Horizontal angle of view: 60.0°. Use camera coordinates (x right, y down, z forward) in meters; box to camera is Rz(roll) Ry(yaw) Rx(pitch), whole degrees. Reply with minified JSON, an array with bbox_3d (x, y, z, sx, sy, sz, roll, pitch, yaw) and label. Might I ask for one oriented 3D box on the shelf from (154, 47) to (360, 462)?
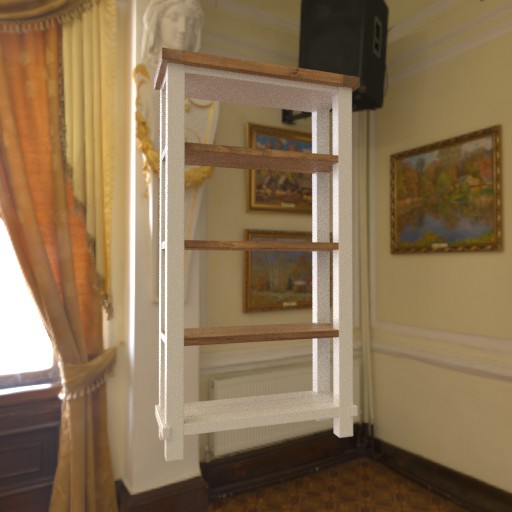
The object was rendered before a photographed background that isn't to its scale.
[{"bbox_3d":[0.000,0.000,2.328,1.022,1.878,0.381,0,-1,-18],"label":"shelf"}]
